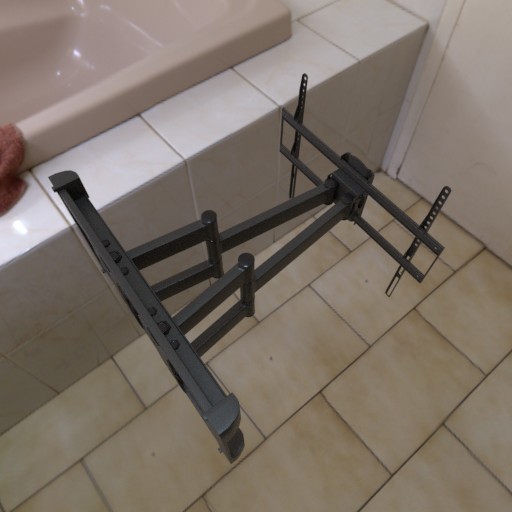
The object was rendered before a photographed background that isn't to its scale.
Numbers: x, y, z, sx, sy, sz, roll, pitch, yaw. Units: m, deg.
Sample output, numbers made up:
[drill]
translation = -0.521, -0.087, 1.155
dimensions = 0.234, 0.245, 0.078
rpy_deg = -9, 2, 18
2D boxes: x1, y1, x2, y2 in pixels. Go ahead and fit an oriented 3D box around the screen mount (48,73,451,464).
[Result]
[screen mount]
translation = 0.000, 0.000, 0.946
dimensions = 0.556, 0.424, 0.571
rpy_deg = -33, 64, -18
